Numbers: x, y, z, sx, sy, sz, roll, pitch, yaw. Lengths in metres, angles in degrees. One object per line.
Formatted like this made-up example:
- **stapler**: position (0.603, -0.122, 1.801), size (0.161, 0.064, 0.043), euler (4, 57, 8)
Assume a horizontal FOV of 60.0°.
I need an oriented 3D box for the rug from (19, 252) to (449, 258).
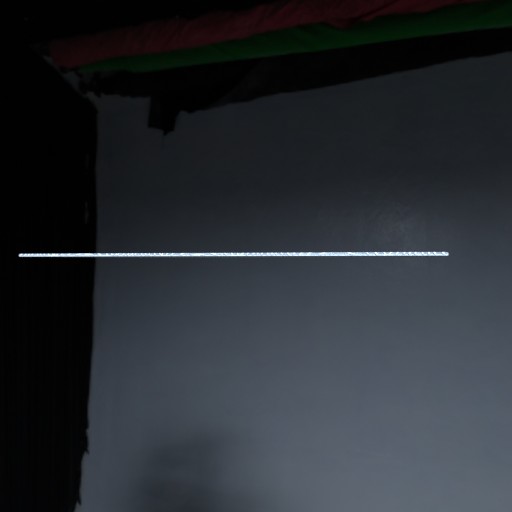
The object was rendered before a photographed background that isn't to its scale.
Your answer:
- **rug**: position (0.000, 0.000, 4.093), size (3.042, 0.021, 2.456), euler (0, 0, 18)
